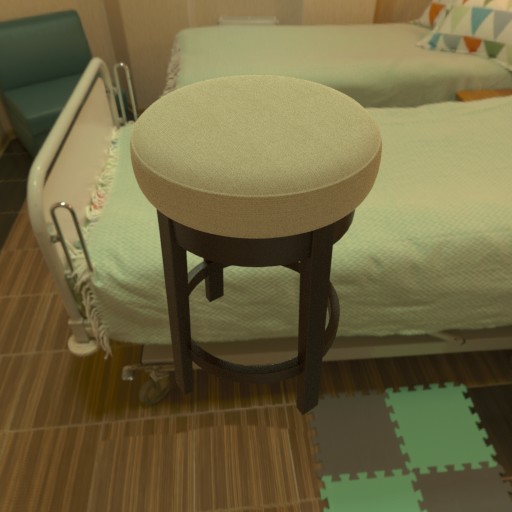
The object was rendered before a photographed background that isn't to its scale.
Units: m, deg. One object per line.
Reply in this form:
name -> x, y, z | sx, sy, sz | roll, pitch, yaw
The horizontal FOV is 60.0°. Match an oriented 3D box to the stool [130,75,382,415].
stool -> 0.000, 0.000, 0.958 | 0.449, 0.655, 0.449 | 0, 42, 0
